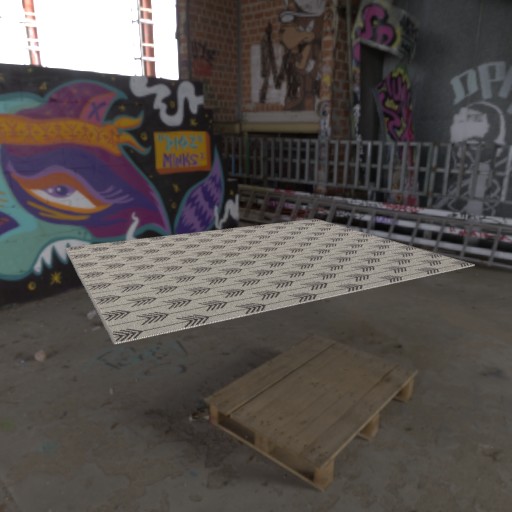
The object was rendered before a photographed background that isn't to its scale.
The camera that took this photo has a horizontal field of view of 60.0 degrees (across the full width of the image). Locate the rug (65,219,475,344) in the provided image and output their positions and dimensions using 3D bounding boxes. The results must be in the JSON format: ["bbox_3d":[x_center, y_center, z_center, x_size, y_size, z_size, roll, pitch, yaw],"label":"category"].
[{"bbox_3d":[0.000,0.000,4.121,3.061,0.010,2.330,-9,18,-27],"label":"rug"}]
